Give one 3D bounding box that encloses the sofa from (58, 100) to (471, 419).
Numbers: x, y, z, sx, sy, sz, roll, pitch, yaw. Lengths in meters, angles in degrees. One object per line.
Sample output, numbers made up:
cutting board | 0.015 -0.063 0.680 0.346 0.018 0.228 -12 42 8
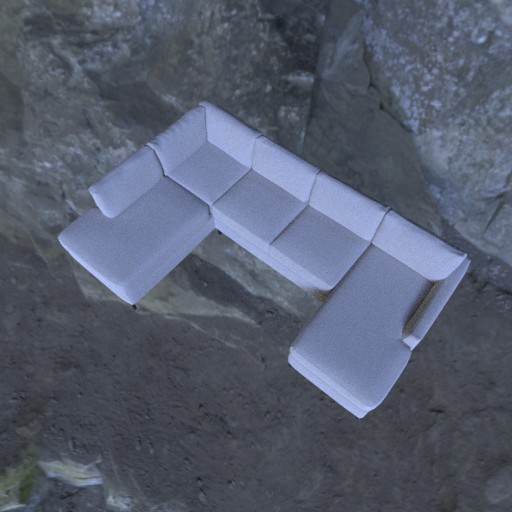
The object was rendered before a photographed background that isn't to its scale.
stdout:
sofa | 0.000 0.000 3.852 2.984 0.862 1.989 35 65 19
